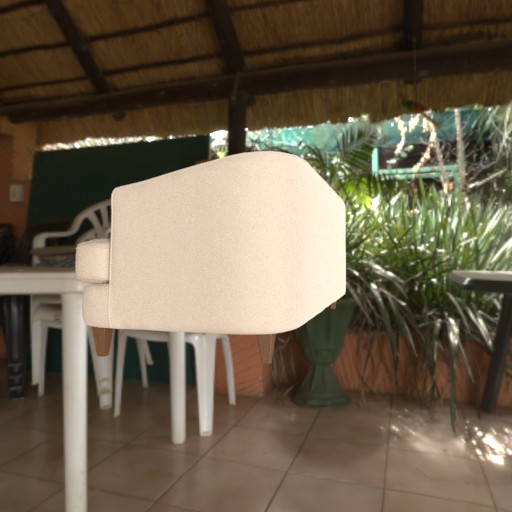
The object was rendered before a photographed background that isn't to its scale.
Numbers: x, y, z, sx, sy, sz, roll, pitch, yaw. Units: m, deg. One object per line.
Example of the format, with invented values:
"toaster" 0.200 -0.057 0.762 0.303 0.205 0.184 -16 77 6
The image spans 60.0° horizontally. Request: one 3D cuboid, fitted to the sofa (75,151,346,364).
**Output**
"sofa" 0.000 0.000 2.790 0.941 0.855 2.278 0 0 18
